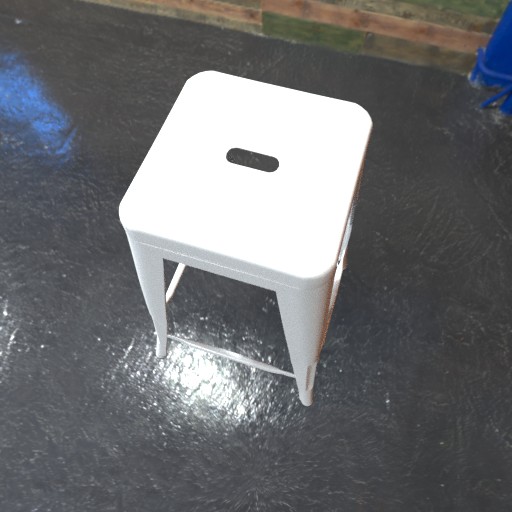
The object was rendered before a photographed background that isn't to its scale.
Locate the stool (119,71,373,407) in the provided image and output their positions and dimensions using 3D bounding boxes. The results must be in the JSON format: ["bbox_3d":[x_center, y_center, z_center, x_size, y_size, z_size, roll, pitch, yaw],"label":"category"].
[{"bbox_3d":[0.000,0.000,0.904,0.406,0.610,0.406,16,64,8],"label":"stool"}]
